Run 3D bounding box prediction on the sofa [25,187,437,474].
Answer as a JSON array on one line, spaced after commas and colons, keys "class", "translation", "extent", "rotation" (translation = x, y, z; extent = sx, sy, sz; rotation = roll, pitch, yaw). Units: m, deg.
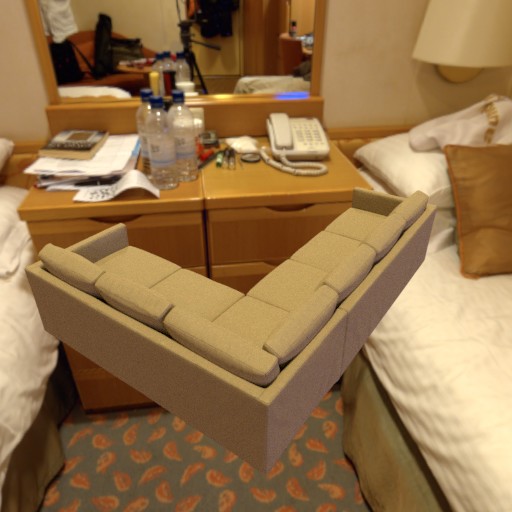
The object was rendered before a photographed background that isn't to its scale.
[{"class": "sofa", "translation": [0.000, 0.000, 4.264], "extent": [2.432, 0.871, 3.182], "rotation": [20, 37, 29]}]
